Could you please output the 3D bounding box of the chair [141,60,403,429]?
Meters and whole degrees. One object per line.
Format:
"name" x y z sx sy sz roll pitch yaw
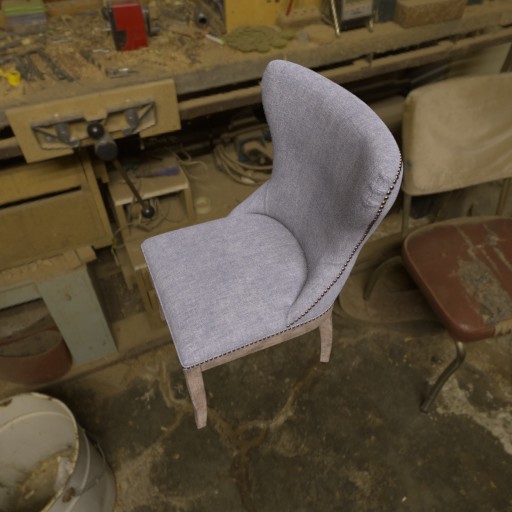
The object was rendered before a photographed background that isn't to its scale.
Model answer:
"chair" 0.000 0.000 1.469 0.681 1.002 0.654 -17 49 -15
